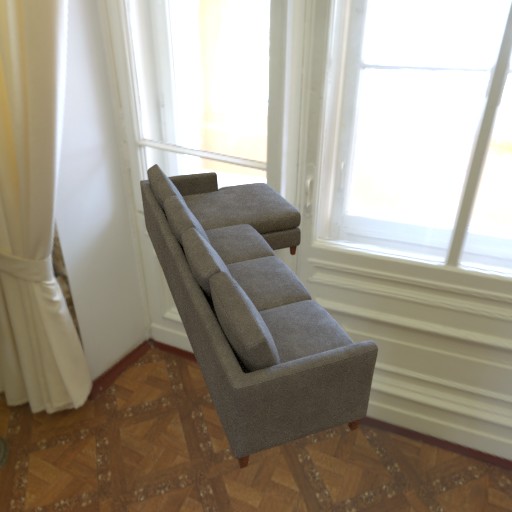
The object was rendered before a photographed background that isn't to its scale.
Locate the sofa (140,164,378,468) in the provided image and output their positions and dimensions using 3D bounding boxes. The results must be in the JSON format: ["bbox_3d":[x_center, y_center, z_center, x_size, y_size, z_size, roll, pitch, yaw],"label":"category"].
[{"bbox_3d":[0.000,0.000,4.116,1.604,0.950,3.471,-11,31,-18],"label":"sofa"}]
